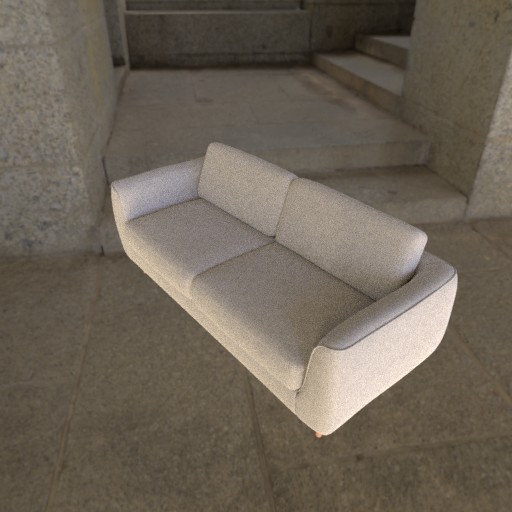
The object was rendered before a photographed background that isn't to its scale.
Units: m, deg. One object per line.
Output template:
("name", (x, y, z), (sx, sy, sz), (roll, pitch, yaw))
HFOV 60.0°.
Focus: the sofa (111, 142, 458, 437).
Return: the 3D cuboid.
("sofa", (0.000, 0.000, 2.509), (0.920, 0.850, 2.000), (-23, 39, -32))
